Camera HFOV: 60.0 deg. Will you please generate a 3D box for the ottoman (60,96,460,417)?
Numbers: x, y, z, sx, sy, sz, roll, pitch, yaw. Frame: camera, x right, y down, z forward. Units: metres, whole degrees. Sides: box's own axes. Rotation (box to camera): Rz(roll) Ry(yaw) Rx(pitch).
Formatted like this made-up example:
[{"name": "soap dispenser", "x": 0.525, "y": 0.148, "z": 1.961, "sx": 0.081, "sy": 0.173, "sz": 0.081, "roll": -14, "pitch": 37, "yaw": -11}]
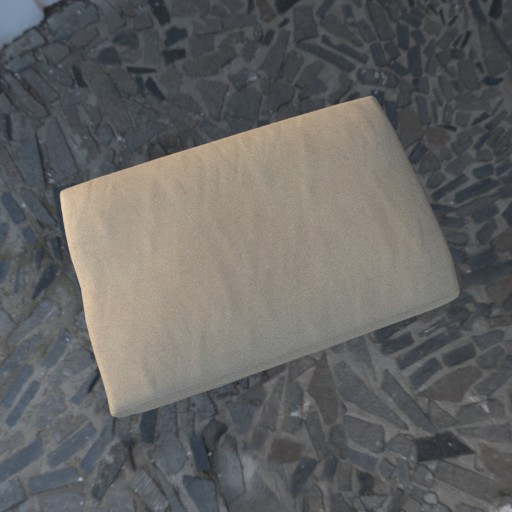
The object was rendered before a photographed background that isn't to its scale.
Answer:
[{"name": "ottoman", "x": 0.000, "y": 0.000, "z": 1.214, "sx": 0.872, "sy": 0.444, "sz": 0.590, "roll": -18, "pitch": 76, "yaw": -5}]
